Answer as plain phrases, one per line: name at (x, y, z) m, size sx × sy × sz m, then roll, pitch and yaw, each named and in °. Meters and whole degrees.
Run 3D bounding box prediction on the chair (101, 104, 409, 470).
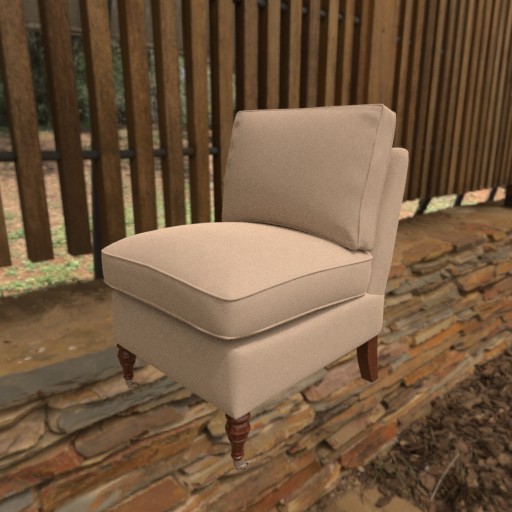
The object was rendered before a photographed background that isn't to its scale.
chair at (0.000, 0.000, 1.630) m, size 0.724 × 1.052 × 0.912 m, roll 15°, pitch 21°, yaw 43°
